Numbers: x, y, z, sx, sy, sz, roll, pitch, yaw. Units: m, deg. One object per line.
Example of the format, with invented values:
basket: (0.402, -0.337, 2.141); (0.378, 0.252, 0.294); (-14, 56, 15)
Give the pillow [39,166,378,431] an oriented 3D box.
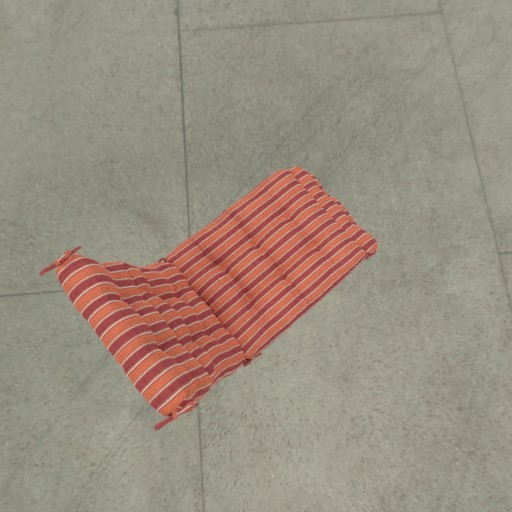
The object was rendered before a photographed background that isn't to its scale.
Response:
pillow: (0.000, 0.000, 1.523); (1.016, 0.863, 0.526); (-39, 79, -9)
